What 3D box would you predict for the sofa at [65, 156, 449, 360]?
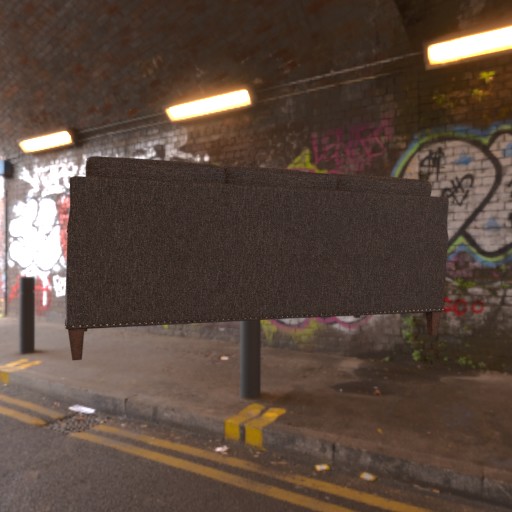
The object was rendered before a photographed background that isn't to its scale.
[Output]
[{"bbox_3d":[0.000,0.000,2.863,2.246,1.003,1.084,0,0,-19],"label":"sofa"}]
